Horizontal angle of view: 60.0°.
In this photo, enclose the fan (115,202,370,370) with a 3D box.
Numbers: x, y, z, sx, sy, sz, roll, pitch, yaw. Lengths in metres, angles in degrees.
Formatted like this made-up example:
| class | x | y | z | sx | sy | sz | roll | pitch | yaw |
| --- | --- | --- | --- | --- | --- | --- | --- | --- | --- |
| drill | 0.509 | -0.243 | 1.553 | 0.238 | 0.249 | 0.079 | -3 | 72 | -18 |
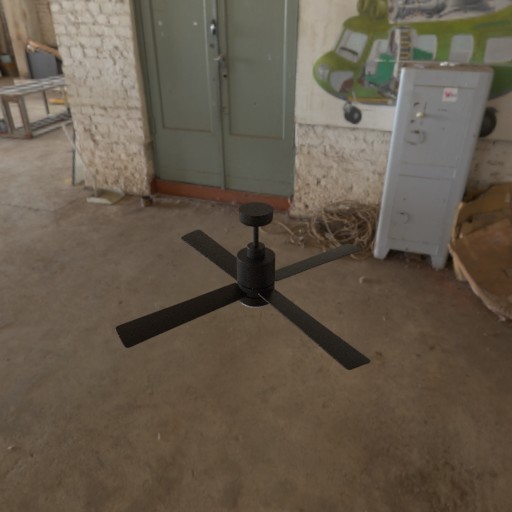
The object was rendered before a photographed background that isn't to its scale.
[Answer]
| class | x | y | z | sx | sy | sz | roll | pitch | yaw |
| --- | --- | --- | --- | --- | --- | --- | --- | --- | --- |
| fan | 0.000 | 0.000 | 2.315 | 1.525 | 0.534 | 1.525 | -19 | 35 | -30 |
